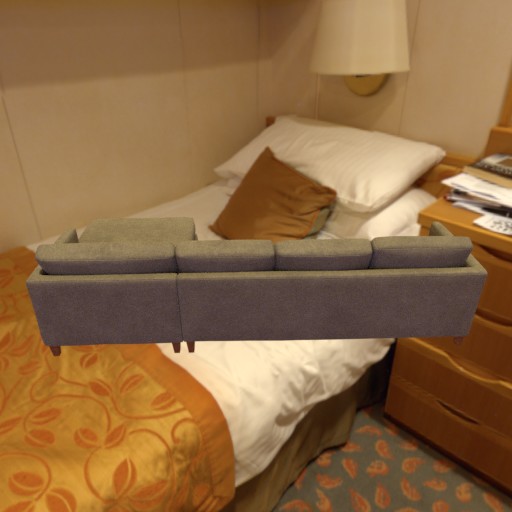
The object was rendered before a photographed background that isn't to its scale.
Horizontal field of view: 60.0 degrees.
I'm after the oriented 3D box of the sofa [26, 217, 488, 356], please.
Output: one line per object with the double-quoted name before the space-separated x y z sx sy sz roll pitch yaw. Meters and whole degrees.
"sofa" 0.000 0.000 4.072 3.471 0.950 1.604 -1 30 -2
